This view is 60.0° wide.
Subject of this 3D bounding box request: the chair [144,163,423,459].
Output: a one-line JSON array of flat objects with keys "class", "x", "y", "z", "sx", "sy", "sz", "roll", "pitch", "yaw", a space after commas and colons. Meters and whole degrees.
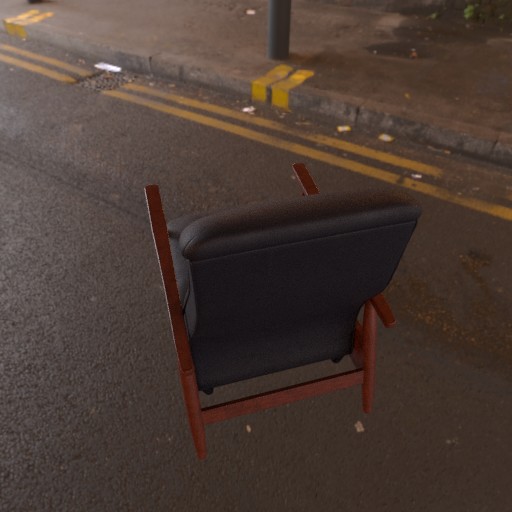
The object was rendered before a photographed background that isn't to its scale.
[{"class": "chair", "x": 0.000, "y": 0.000, "z": 1.768, "sx": 0.762, "sy": 1.082, "sz": 1.014, "roll": -11, "pitch": 42, "yaw": -12}]
